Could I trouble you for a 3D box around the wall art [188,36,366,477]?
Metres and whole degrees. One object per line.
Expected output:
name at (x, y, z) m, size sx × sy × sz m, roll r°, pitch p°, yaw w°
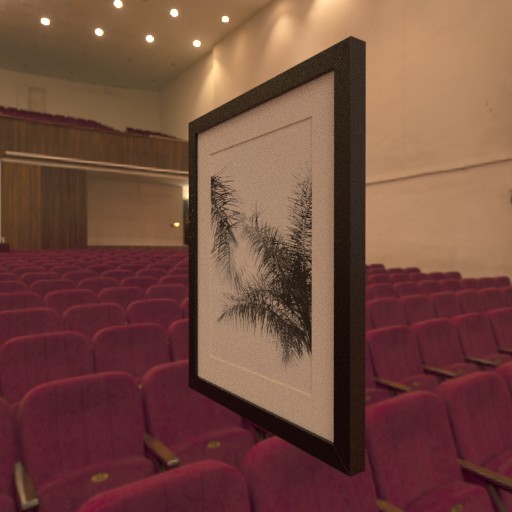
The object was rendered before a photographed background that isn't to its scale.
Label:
wall art at (0.000, 0.000, 0.755) m, size 0.028 × 0.557 × 0.457 m, roll 0°, pitch 1°, yaw -35°
